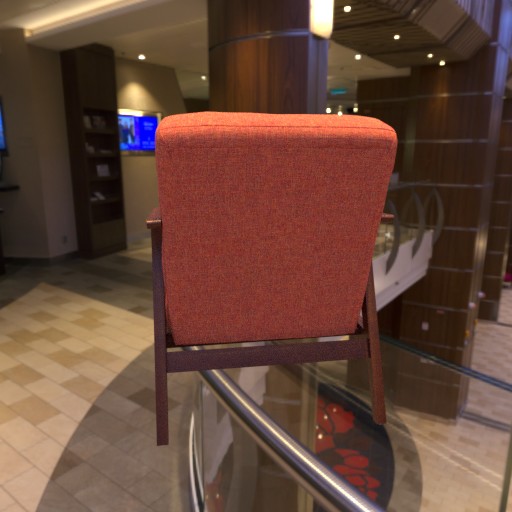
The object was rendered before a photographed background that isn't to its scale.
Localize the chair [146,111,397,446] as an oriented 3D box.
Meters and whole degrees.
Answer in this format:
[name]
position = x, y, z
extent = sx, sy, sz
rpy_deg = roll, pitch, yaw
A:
[chair]
position = 0.000, 0.000, 1.533
extent = 0.719, 0.890, 0.860
rpy_deg = -2, 13, -9
